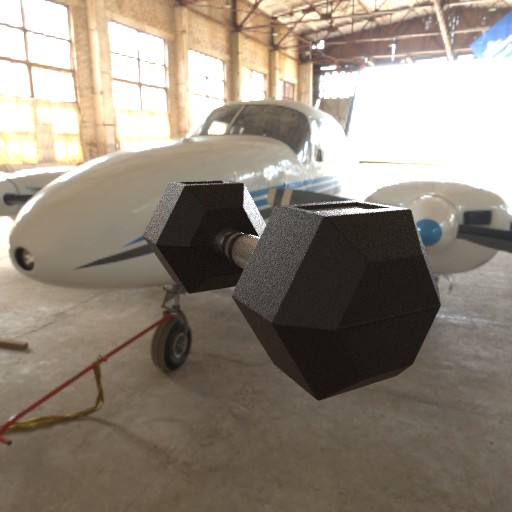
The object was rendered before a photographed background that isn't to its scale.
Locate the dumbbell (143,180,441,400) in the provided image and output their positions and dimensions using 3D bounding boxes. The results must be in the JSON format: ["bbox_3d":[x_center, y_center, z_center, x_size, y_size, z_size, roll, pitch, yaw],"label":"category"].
[{"bbox_3d":[0.000,0.000,0.424,0.141,0.123,0.356,-7,16,-27],"label":"dumbbell"}]
